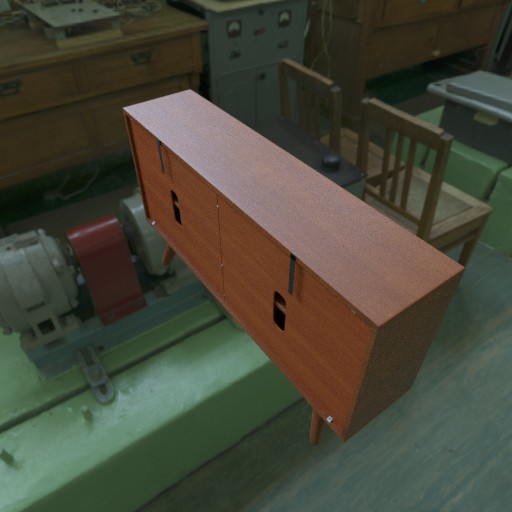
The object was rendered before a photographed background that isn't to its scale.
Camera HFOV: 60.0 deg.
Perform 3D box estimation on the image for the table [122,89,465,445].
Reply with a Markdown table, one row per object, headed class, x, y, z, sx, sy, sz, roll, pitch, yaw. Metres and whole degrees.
| class | x | y | z | sx | sy | sz | roll | pitch | yaw |
| --- | --- | --- | --- | --- | --- | --- | --- | --- | --- |
| table | 0.000 | 0.000 | 1.527 | 0.308 | 0.698 | 1.220 | -26 | 49 | -26 |
